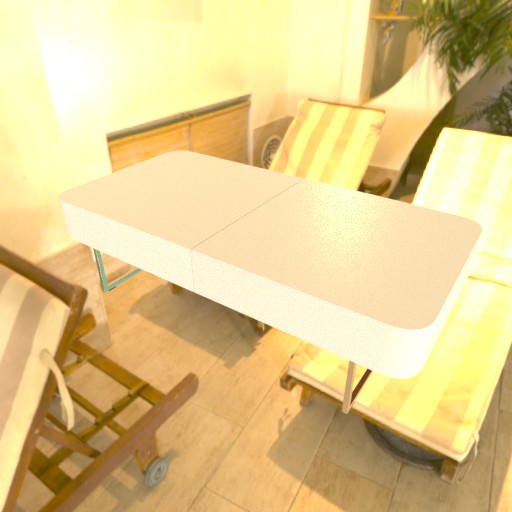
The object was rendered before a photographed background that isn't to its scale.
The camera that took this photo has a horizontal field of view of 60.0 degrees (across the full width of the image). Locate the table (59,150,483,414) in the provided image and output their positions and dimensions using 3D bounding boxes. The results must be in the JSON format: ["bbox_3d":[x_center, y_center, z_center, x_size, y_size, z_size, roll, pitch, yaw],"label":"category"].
[{"bbox_3d":[0.000,0.000,1.439,1.200,0.340,0.600,20,36,29],"label":"table"}]
